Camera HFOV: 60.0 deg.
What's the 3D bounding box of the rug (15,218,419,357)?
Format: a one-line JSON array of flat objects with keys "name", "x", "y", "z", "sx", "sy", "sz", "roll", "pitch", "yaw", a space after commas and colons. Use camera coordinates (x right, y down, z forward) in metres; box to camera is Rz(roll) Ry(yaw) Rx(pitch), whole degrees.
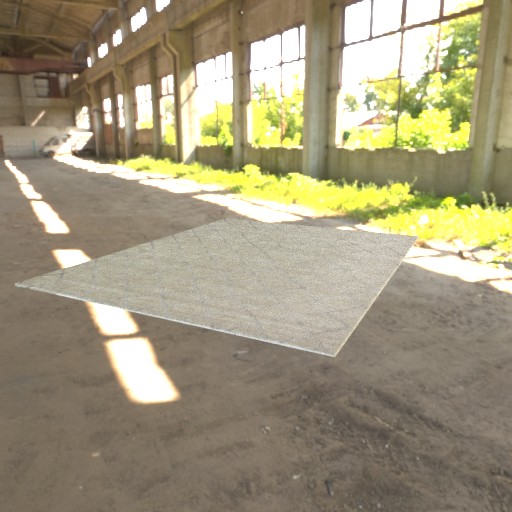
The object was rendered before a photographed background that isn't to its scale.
[{"name": "rug", "x": 0.000, "y": 0.000, "z": 4.022, "sx": 2.420, "sy": 0.019, "sz": 3.038, "roll": 7, "pitch": 17, "yaw": 26}]
